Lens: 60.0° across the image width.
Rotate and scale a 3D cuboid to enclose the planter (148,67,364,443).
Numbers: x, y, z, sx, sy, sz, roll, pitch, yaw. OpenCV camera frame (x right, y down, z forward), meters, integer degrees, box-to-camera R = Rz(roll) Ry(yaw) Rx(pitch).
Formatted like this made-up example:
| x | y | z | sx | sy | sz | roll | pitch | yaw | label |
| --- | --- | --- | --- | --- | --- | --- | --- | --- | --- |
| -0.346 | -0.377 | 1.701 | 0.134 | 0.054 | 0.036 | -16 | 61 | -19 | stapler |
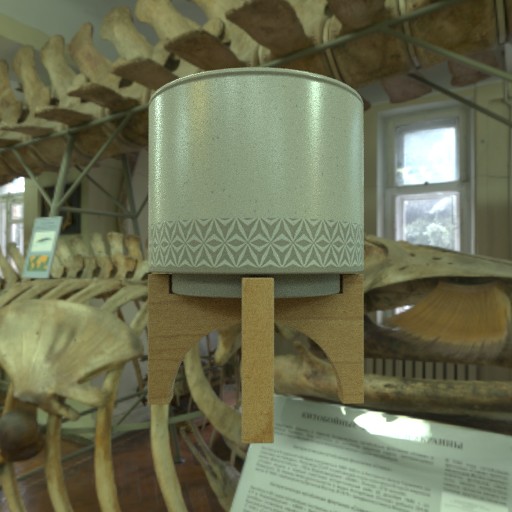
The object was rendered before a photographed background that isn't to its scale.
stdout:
| x | y | z | sx | sy | sz | roll | pitch | yaw | label |
| --- | --- | --- | --- | --- | --- | --- | --- | --- | --- |
| 0.000 | 0.000 | 0.274 | 0.130 | 0.178 | 0.130 | 0 | -1 | 0 | planter |
